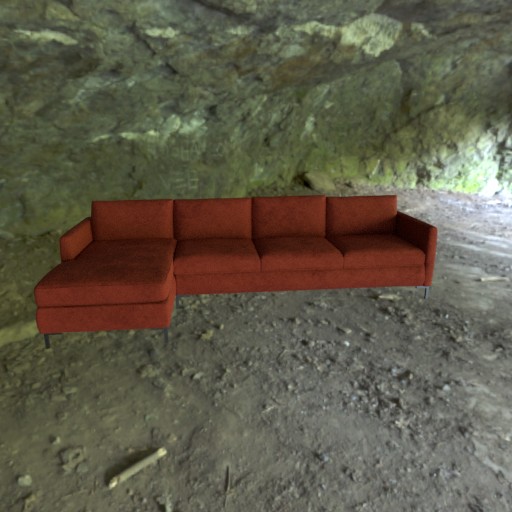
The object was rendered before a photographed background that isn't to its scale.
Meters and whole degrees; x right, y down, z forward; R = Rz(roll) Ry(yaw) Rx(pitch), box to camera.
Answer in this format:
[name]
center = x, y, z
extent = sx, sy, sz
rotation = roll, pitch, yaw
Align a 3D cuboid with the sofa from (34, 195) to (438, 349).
[sofa]
center = 0.000, 0.000, 2.941
extent = 2.467, 0.663, 1.136
rotation = -2, 16, -6
